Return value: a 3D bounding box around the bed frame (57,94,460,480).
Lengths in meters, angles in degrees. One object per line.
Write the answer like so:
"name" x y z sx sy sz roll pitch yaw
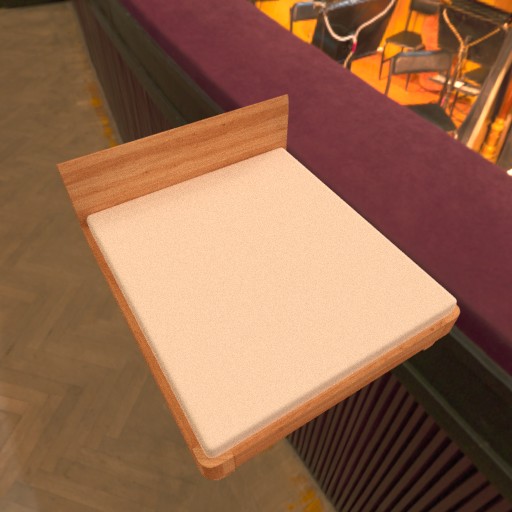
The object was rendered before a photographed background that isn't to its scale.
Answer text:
"bed frame" 0.000 0.000 3.050 1.872 0.940 2.092 -24 52 -21
